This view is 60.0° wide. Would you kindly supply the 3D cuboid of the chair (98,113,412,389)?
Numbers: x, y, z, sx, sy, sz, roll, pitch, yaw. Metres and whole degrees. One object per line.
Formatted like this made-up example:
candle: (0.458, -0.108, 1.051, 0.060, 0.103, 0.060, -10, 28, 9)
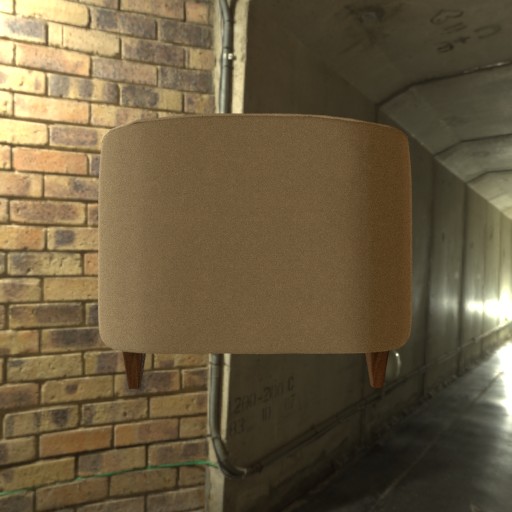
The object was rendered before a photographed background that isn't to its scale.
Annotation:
chair: (0.000, 0.000, 1.786, 1.104, 0.852, 0.941, 0, -1, -1)
